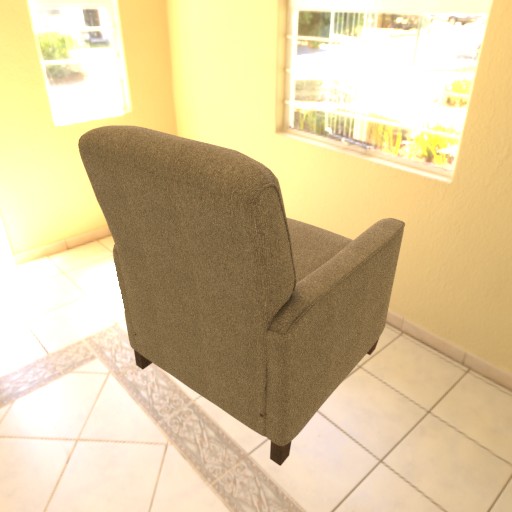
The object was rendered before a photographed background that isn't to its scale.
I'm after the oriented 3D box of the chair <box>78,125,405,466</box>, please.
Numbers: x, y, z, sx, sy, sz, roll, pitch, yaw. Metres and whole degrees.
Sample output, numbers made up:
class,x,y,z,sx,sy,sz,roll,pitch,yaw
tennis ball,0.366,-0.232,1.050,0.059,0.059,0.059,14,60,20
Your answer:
class,x,y,z,sx,sy,sz,roll,pitch,yaw
chair,0.000,0.000,1.634,0.841,1.028,0.858,22,37,32
